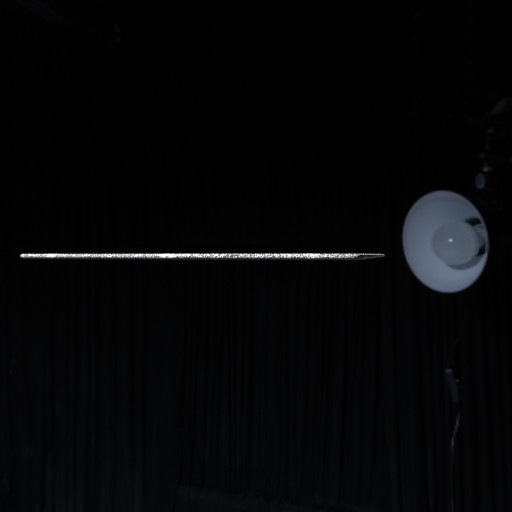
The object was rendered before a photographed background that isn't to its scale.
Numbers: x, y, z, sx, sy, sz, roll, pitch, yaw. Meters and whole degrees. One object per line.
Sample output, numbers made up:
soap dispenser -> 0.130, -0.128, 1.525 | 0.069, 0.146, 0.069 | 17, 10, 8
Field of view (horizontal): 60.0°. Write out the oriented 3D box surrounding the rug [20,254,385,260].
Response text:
rug -> 0.000, 0.000, 3.382 | 1.801, 0.026, 2.701 | 0, 0, 18
